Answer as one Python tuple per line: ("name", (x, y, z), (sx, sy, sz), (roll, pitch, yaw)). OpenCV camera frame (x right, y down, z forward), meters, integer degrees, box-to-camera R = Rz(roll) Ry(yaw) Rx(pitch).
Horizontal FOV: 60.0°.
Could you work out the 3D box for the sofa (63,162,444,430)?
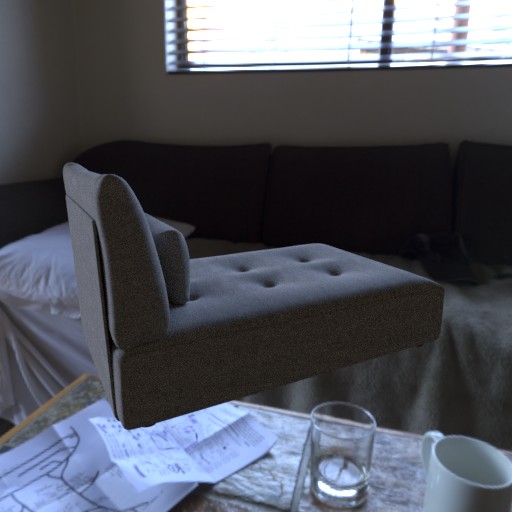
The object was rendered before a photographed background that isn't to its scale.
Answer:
("sofa", (0.000, 0.000, 1.976), (1.450, 0.820, 0.930), (-8, 16, -27))
